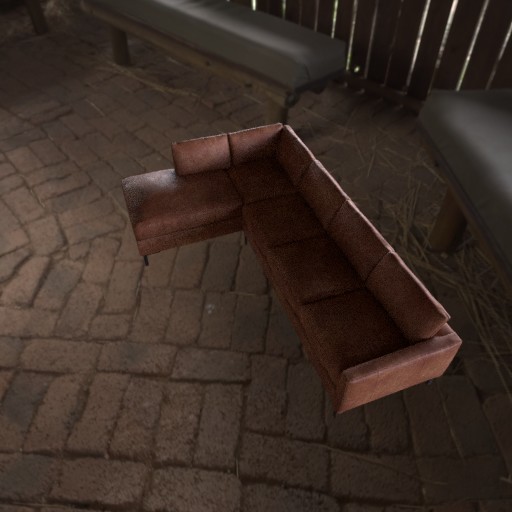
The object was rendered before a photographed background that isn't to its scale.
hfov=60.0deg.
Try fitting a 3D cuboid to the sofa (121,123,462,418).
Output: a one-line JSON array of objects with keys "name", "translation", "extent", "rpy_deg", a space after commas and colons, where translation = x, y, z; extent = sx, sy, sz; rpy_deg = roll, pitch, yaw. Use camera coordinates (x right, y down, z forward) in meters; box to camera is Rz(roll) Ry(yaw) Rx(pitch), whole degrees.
[{"name": "sofa", "translation": [0.000, 0.000, 3.931], "extent": [1.938, 0.877, 2.984], "rpy_deg": [-15, 47, -14]}]
